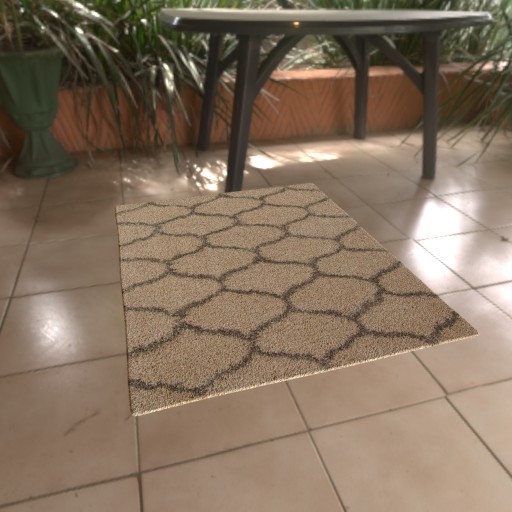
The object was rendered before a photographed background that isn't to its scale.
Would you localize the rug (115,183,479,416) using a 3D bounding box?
[{"bbox_3d":[0.000,0.000,4.042,2.399,0.026,3.000,-9,32,-15],"label":"rug"}]
